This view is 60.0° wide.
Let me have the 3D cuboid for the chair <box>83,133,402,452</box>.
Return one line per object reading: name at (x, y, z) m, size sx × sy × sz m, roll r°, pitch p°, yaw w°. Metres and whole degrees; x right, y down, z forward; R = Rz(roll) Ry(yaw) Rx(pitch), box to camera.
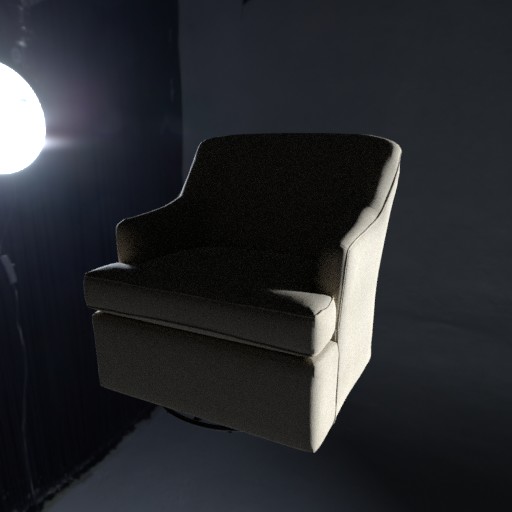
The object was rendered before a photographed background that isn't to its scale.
chair at (0.000, 0.000, 1.594) m, size 0.864 × 0.856 × 0.923 m, roll 7°, pitch 17°, yaw 25°
